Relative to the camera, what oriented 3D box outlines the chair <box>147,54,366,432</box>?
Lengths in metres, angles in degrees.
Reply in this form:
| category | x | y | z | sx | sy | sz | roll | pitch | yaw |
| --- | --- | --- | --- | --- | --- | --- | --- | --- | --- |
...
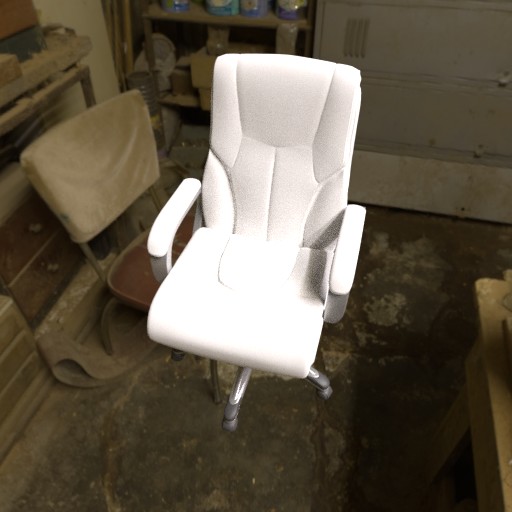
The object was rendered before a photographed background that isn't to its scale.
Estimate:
| category | x | y | z | sx | sy | sz | roll | pitch | yaw |
| --- | --- | --- | --- | --- | --- | --- | --- | --- | --- |
| chair | 0.000 | 0.000 | 1.529 | 0.687 | 1.120 | 0.738 | 11 | 43 | 12 |
